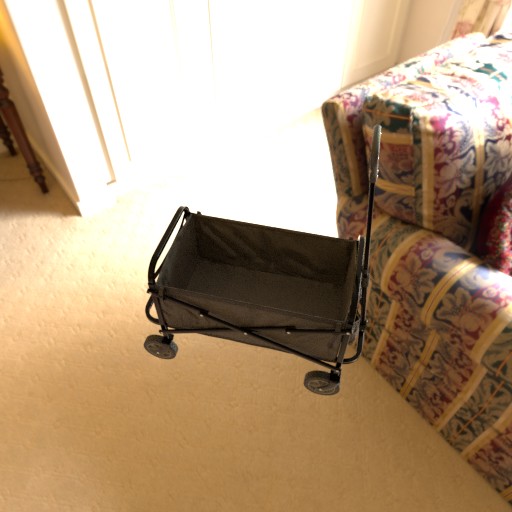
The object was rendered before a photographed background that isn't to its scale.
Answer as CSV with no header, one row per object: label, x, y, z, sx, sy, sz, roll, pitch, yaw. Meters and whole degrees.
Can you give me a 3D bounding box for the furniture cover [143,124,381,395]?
furniture cover,0.000,0.000,1.859,1.038,1.295,0.532,10,49,9
